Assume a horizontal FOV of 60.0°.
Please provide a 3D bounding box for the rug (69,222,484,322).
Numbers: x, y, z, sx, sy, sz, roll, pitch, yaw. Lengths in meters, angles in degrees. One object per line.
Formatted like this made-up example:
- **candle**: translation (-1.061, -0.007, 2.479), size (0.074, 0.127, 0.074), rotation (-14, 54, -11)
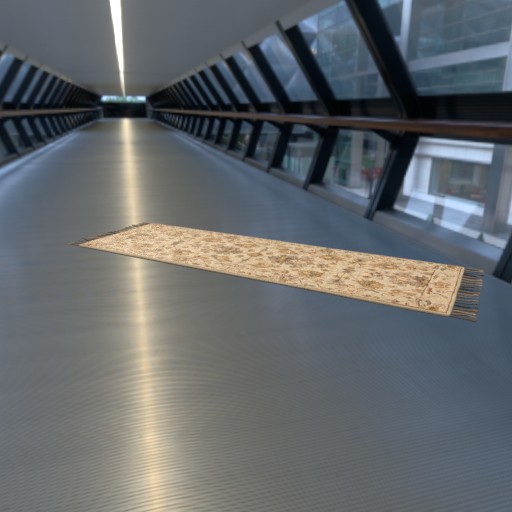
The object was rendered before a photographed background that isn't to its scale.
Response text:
- **rug**: translation (0.000, 0.000, 2.656), size (2.438, 0.021, 0.729), rotation (9, 20, 27)
